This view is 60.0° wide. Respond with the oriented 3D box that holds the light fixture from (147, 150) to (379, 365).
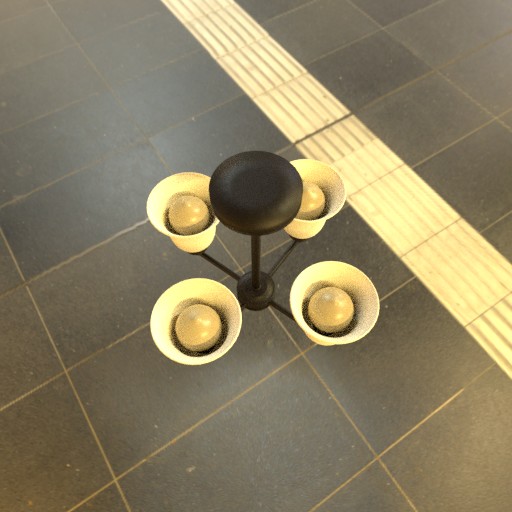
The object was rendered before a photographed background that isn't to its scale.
[{"bbox_3d":[0.000,0.000,1.815,1.069,0.925,1.069,33,67,17],"label":"light fixture"}]
